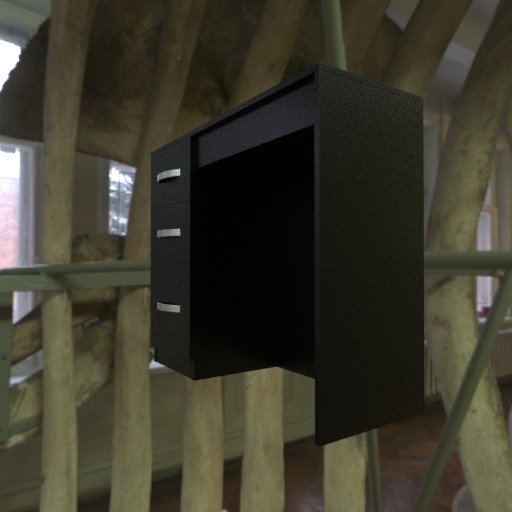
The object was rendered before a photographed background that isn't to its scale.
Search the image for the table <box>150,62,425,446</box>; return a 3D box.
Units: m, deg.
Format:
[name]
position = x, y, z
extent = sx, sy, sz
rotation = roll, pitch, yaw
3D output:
[table]
position = 0.000, 0.000, 1.385
extent = 0.380, 0.790, 0.930
rotation = 0, -1, -35
